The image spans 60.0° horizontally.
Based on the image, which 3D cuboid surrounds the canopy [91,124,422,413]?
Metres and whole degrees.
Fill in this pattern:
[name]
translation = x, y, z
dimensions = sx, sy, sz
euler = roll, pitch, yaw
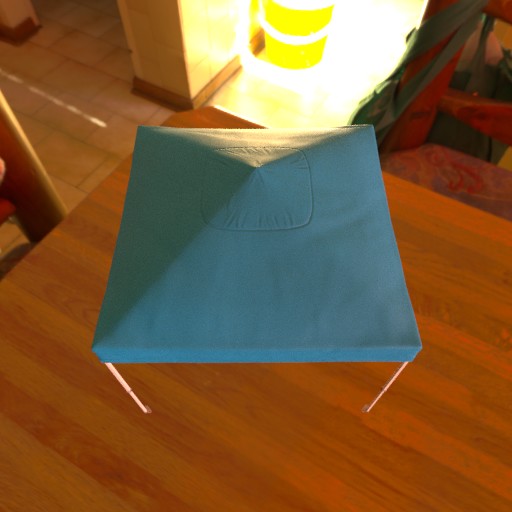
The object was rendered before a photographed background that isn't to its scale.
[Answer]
[canopy]
translation = 0.000, 0.000, 5.400
dimensions = 2.998, 2.997, 2.996
euler = 0, 57, 0
